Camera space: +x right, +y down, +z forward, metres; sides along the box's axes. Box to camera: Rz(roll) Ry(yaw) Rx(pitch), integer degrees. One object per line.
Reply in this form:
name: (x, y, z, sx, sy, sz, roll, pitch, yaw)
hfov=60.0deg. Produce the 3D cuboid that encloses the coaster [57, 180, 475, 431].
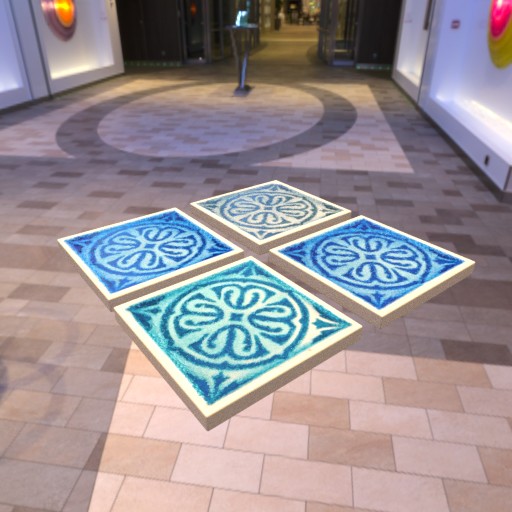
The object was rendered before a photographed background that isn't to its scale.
coaster: (0.000, 0.000, 0.324, 0.219, 0.010, 0.214, -21, 35, -33)
